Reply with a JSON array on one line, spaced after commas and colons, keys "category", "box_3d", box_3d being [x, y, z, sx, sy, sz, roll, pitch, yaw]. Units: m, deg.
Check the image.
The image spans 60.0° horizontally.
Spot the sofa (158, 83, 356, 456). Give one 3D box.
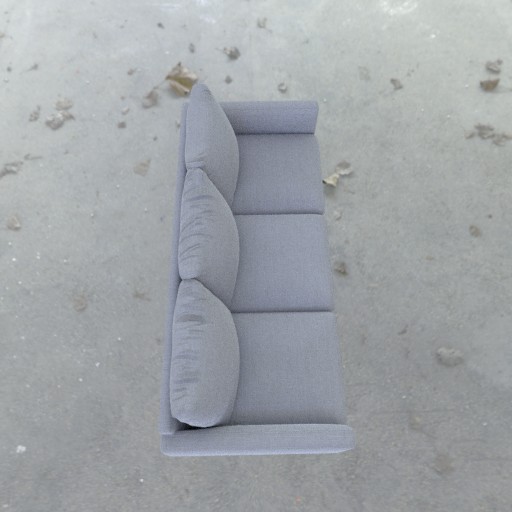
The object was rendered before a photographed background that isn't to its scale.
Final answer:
[{"category": "sofa", "box_3d": [0.000, 0.000, 2.449, 0.850, 0.830, 2.000, -1, 64, 0]}]
